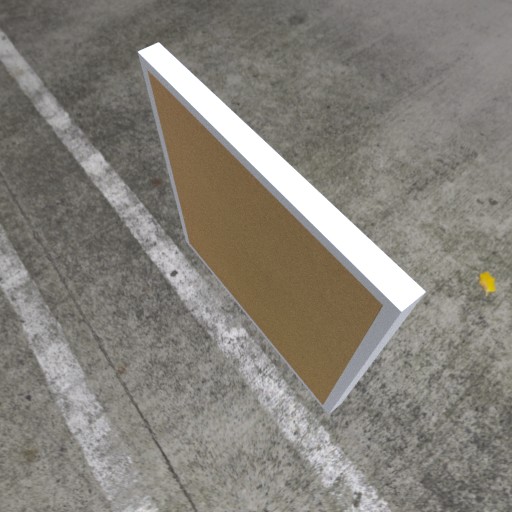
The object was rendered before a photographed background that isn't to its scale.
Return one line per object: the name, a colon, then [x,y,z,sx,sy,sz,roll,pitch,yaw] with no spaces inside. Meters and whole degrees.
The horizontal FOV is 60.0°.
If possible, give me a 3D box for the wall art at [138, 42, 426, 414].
wall art: [0.000,0.000,0.757,0.035,0.507,0.508,-34,65,-18]
